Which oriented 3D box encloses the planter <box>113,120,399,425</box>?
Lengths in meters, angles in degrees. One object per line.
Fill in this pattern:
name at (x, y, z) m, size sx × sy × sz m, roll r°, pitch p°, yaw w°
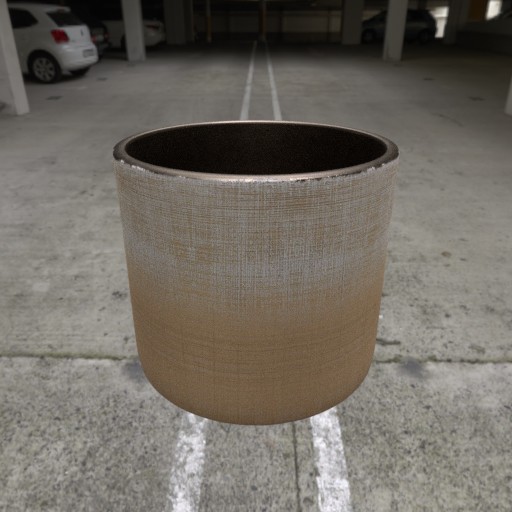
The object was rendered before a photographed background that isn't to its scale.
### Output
planter at (0.000, 0.000, 0.390) m, size 0.221 × 0.201 × 0.221 m, roll 0°, pitch 26°, yaw 0°
